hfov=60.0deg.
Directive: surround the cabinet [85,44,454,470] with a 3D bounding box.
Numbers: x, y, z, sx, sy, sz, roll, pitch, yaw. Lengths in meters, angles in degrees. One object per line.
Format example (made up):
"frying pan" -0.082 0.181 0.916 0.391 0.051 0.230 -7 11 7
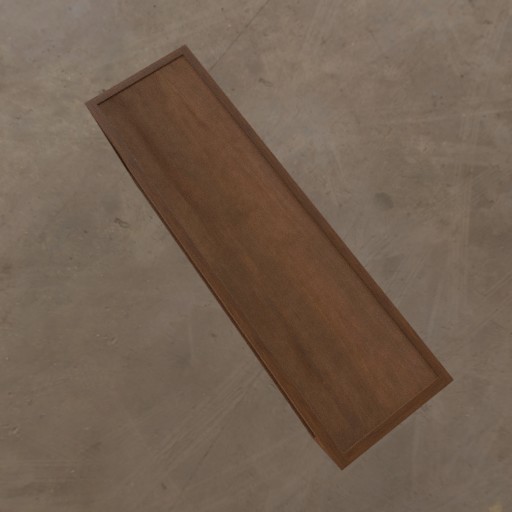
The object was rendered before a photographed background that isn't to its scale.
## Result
"cabinet" 0.000 0.000 2.083 0.522 0.820 1.708 -35 78 -9
